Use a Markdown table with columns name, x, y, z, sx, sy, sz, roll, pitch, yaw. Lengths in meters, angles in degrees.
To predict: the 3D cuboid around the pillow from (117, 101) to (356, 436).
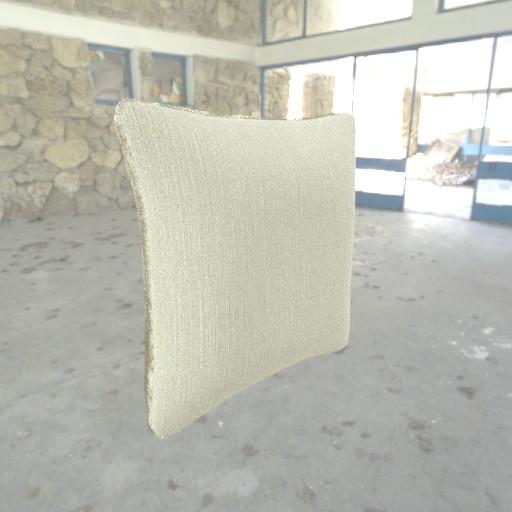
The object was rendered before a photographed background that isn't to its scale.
| name | x | y | z | sx | sy | sz | roll | pitch | yaw |
| --- | --- | --- | --- | --- | --- | --- | --- | --- | --- |
| pillow | 0.000 | 0.000 | 0.815 | 0.538 | 0.525 | 0.216 | -14 | 20 | -42 |
